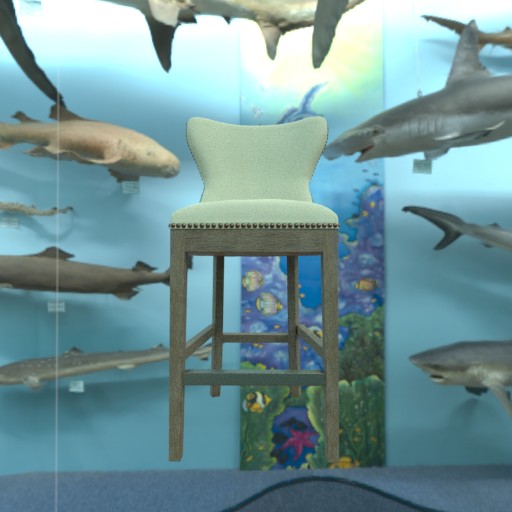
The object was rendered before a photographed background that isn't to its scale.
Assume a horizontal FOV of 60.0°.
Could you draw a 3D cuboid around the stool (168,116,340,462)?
[{"bbox_3d":[0.000,0.000,1.349,0.498,0.981,0.608,0,-1,1],"label":"stool"}]
